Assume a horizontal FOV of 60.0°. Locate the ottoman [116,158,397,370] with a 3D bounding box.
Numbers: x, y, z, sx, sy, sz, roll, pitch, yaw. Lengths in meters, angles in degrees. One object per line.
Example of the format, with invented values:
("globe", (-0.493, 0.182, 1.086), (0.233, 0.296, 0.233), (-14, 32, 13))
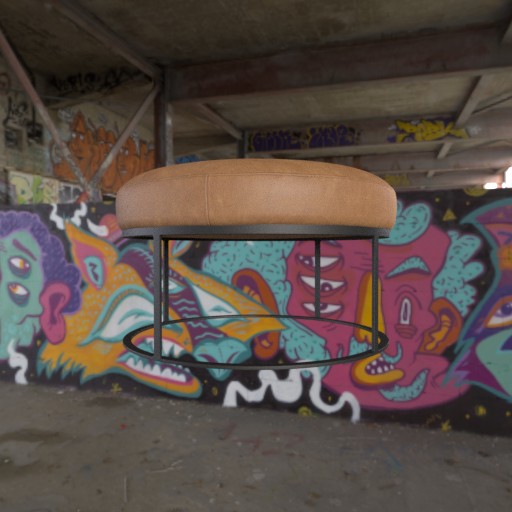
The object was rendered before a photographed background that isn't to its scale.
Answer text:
("ottoman", (0.000, 0.000, 1.276), (0.771, 0.460, 0.771), (0, 1, 0))
